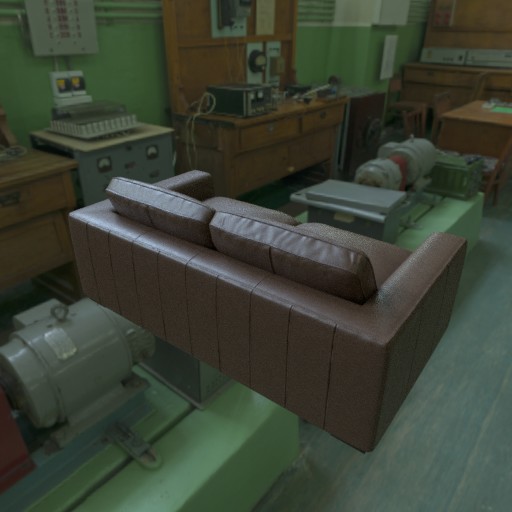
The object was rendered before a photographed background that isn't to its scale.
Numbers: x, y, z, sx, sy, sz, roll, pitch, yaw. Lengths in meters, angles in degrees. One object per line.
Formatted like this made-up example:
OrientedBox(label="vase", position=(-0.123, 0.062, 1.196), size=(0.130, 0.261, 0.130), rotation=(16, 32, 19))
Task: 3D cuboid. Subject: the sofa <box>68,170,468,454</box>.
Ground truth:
OrientedBox(label="sofa", position=(0.000, 0.000, 2.438), size=(1.920, 0.800, 1.070), rotation=(20, 34, 32))
